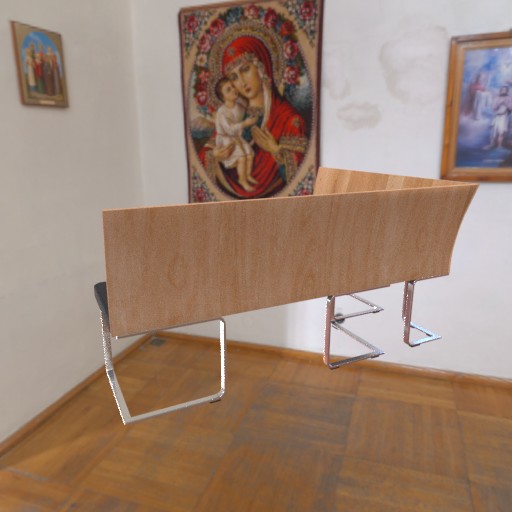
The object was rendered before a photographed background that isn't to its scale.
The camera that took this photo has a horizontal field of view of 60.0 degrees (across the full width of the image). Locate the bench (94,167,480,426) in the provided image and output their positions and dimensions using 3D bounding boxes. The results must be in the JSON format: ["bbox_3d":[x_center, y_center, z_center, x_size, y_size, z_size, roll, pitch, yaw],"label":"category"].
[{"bbox_3d":[0.000,0.000,2.729,1.945,0.930,1.495,-8,17,-26],"label":"bench"}]
